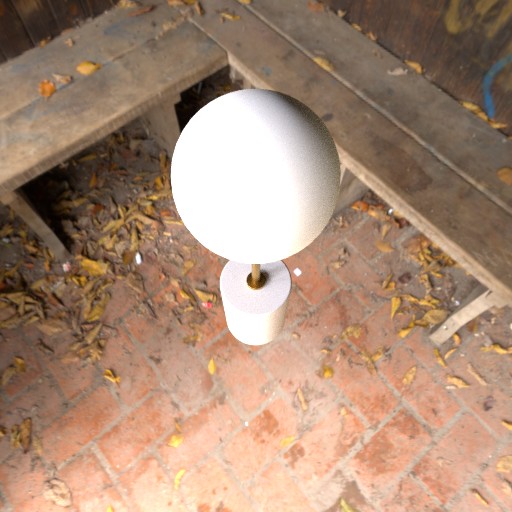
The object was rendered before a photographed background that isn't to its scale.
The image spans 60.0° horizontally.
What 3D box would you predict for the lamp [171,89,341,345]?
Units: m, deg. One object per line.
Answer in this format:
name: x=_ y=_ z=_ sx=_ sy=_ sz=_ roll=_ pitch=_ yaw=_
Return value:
lamp: x=0.000 y=0.000 z=0.553 sx=0.153 sy=0.480 sz=0.153 roll=0 pitch=64 yaw=0
